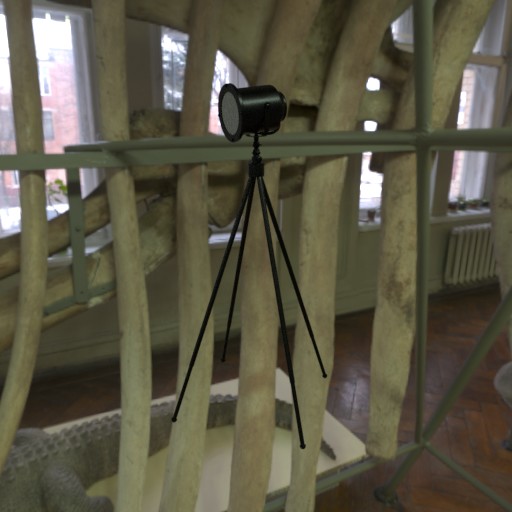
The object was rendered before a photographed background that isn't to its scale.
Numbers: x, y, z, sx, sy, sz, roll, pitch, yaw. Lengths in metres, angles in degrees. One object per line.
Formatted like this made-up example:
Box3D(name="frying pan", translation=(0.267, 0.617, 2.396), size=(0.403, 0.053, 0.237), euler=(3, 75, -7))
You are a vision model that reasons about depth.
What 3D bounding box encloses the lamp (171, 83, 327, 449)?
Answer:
Box3D(name="lamp", translation=(0.000, 0.000, 2.068), size=(0.884, 1.504, 0.879), euler=(-8, 17, -26))
